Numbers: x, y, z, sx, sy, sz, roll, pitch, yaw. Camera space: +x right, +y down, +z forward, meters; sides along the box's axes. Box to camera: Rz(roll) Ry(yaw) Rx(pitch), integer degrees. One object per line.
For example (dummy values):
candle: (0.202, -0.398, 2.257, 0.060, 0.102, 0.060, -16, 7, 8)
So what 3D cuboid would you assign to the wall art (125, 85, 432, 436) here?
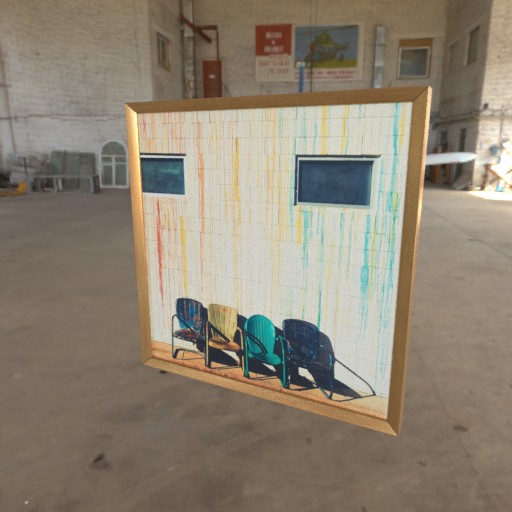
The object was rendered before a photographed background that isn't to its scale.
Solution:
wall art: (0.000, 0.000, 0.444, 0.302, 0.302, 0.019, 7, 16, 26)
